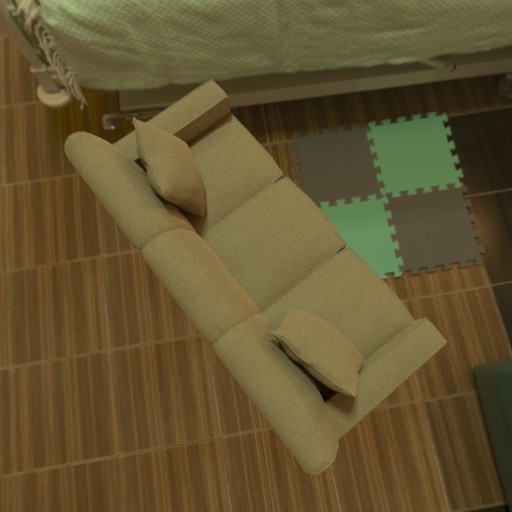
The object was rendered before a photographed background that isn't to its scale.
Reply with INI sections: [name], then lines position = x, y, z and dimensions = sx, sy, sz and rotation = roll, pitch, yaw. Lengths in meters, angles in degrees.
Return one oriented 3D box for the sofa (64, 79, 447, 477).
[sofa]
position = 0.000, 0.000, 2.548
dimensions = 0.997, 0.958, 2.024
rotation = -38, 78, -9
